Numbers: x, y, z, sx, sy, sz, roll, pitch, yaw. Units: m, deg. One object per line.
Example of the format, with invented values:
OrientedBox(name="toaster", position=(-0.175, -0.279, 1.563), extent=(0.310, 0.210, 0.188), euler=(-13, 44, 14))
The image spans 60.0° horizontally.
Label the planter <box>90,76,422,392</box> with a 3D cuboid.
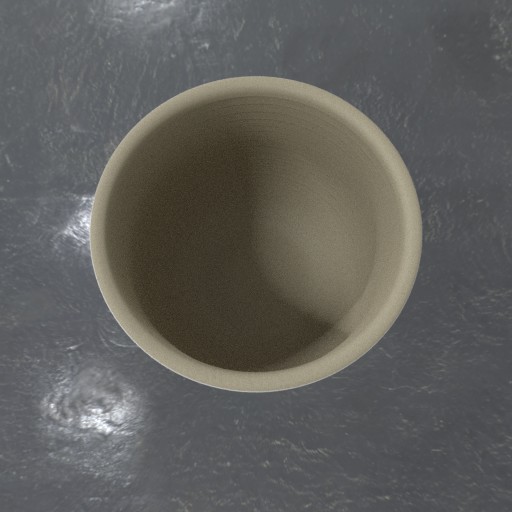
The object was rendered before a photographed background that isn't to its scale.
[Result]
OrientedBox(name="planter", position=(0.000, 0.000, 0.218), extent=(0.124, 0.109, 0.124), euler=(0, 75, 0))
